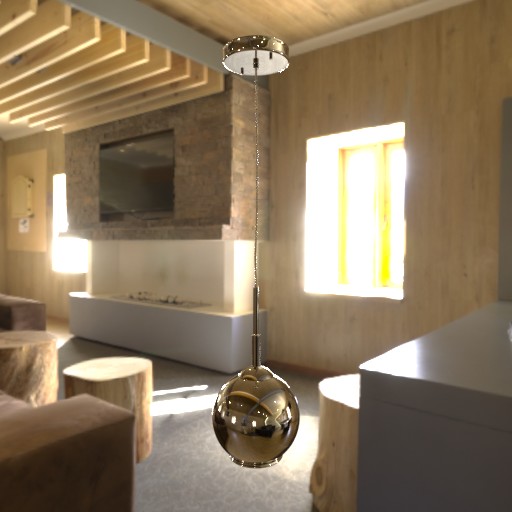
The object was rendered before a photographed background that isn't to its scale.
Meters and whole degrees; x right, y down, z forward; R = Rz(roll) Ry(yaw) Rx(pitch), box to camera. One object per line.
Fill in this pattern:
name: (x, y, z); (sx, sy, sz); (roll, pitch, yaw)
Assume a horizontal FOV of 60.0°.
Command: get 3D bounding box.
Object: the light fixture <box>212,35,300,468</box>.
light fixture: (0.000, 0.000, 1.684); (0.336, 1.538, 0.336); (-1, 2, -37)
